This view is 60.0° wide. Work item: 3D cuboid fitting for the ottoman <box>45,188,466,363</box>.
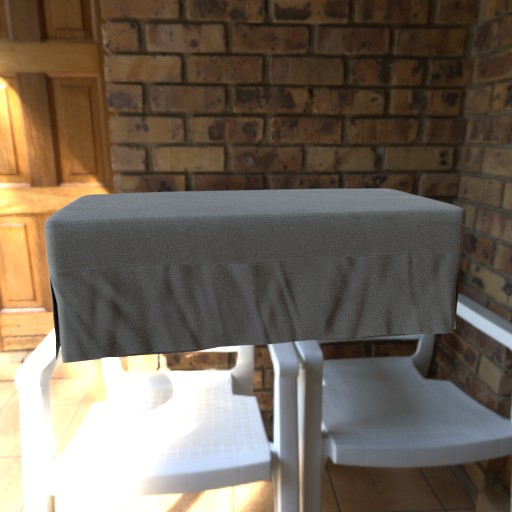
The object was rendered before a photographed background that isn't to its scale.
[{"bbox_3d":[0.000,0.000,1.712,1.388,0.457,0.665,-2,15,-9],"label":"ottoman"}]
